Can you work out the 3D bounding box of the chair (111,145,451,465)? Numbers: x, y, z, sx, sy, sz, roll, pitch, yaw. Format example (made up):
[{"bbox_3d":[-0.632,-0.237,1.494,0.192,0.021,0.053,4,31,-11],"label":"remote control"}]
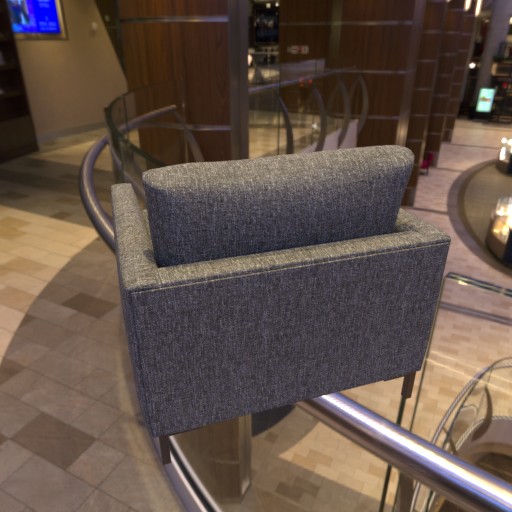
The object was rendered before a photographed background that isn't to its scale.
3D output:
[{"bbox_3d":[0.000,0.000,1.609,0.963,0.861,0.866,-8,28,-17],"label":"chair"}]
